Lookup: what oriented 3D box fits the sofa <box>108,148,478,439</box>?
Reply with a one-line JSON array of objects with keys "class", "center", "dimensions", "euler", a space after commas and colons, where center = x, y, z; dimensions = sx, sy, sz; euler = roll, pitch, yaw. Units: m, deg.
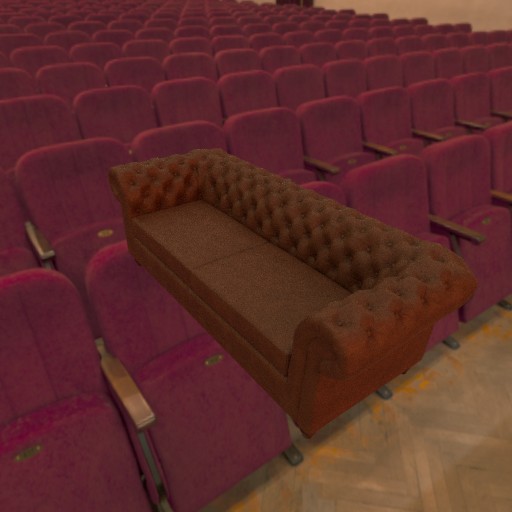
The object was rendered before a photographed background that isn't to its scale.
[{"class": "sofa", "center": [0.000, 0.000, 2.753], "dimensions": [0.944, 0.783, 2.385], "euler": [-20, 36, -31]}]
